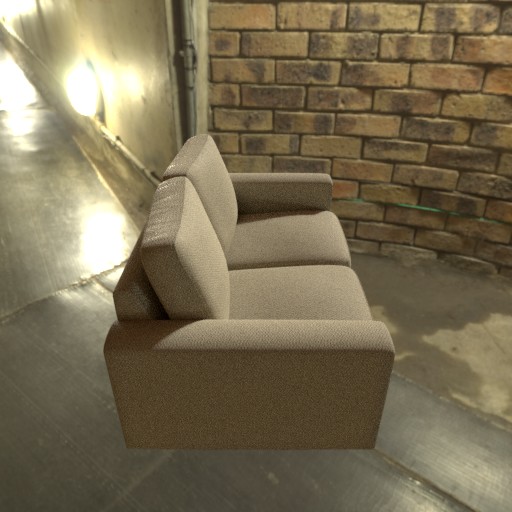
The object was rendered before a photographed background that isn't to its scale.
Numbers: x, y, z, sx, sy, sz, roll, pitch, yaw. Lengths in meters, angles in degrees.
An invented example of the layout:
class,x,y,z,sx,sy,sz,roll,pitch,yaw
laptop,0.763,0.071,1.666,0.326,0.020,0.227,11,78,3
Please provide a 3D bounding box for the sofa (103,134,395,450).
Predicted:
class,x,y,z,sx,sy,sz,roll,pitch,yaw
sofa,0.000,0.000,2.208,1.016,0.873,1.616,0,32,0
